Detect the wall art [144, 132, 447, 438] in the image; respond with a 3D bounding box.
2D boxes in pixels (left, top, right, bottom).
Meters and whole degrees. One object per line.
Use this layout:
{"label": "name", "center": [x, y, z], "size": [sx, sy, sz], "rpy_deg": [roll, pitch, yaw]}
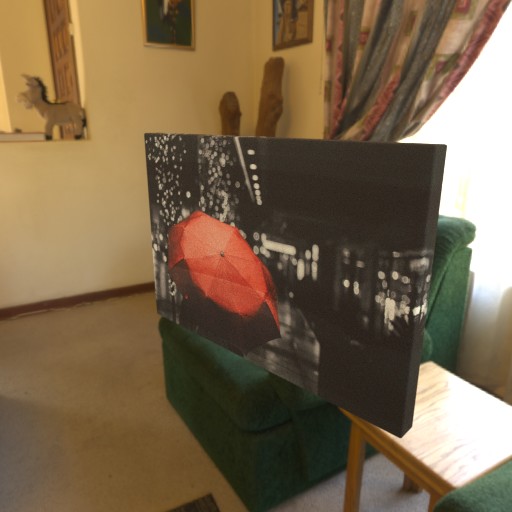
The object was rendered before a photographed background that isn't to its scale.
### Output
{"label": "wall art", "center": [0.000, 0.000, 0.784], "size": [0.609, 0.406, 0.037], "rpy_deg": [16, 24, 42]}
